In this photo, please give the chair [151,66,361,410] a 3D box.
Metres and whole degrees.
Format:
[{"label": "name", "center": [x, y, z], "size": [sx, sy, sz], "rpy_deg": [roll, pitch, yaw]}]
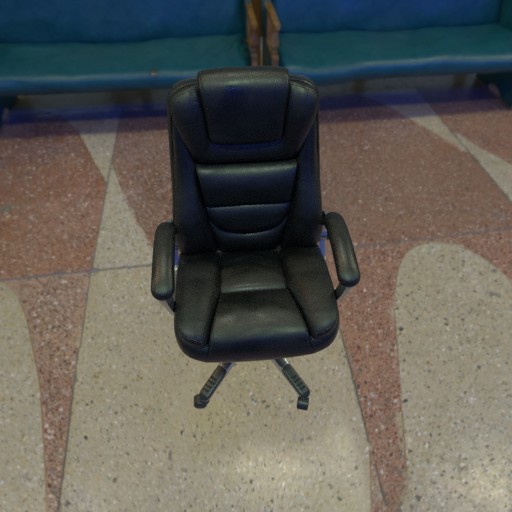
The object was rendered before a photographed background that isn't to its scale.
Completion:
[{"label": "chair", "center": [0.000, 0.000, 1.546], "size": [0.697, 1.075, 0.689], "rpy_deg": [-4, 47, -4]}]
